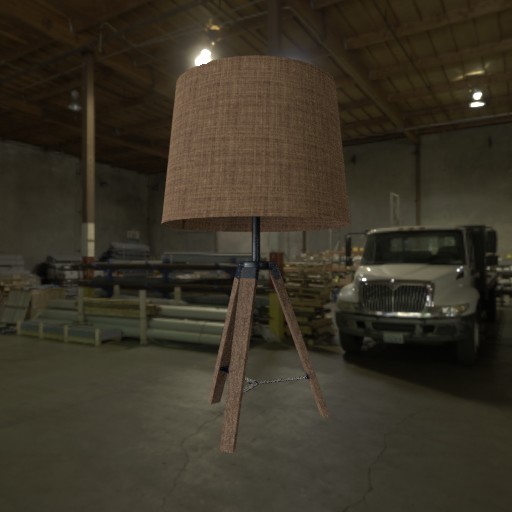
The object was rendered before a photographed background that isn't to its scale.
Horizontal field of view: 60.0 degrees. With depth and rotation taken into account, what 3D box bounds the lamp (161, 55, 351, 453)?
[{"bbox_3d":[0.000,0.000,0.692,0.290,0.514,0.290,0,-1,0],"label":"lamp"}]
